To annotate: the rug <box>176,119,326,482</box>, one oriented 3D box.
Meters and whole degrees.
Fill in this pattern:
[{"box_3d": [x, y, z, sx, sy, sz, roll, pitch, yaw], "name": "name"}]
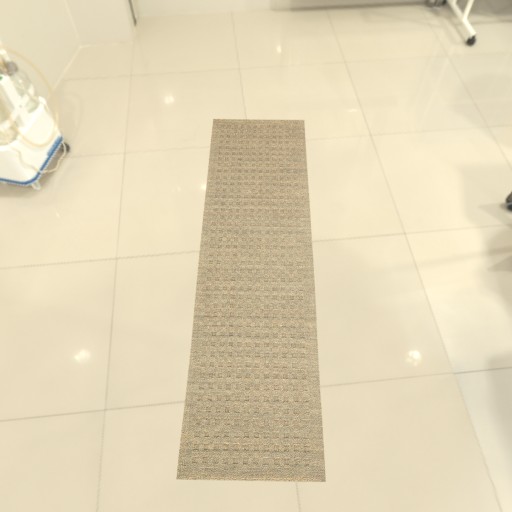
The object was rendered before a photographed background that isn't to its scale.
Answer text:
[{"box_3d": [0.000, 0.000, 2.680, 0.688, 0.005, 2.437, 1, 57, 1], "name": "rug"}]
